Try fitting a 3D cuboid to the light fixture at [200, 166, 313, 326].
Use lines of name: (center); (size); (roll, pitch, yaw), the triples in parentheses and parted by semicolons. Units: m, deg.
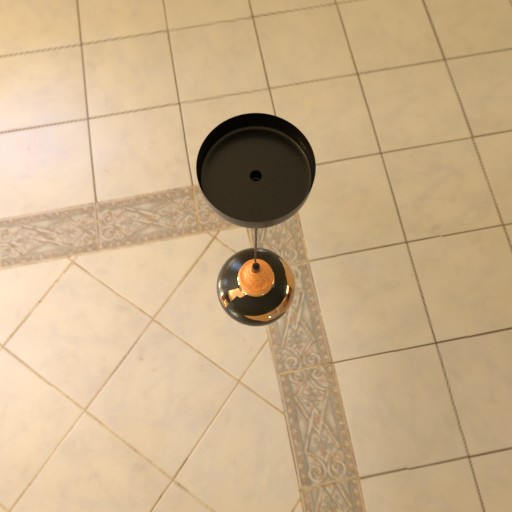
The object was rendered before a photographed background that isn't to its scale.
light fixture: (0.000, 0.000, 1.794); (0.430, 1.606, 0.430); (-20, 76, -5)
